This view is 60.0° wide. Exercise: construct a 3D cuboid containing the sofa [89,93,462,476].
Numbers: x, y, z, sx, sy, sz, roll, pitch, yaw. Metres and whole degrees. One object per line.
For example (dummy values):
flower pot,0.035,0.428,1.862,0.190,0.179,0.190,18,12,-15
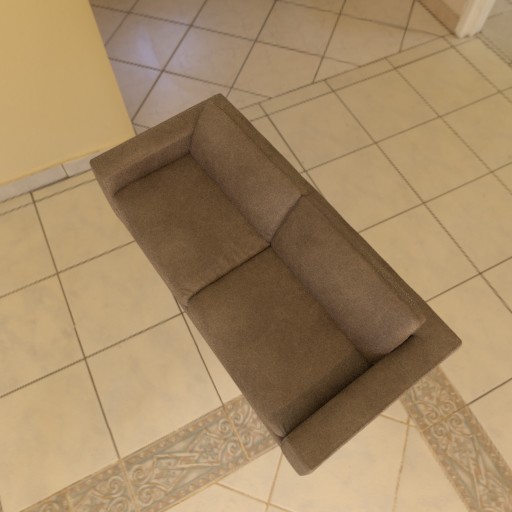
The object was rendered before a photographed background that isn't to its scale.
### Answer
sofa,0.000,0.000,2.721,1.070,0.801,2.262,-33,67,-16
